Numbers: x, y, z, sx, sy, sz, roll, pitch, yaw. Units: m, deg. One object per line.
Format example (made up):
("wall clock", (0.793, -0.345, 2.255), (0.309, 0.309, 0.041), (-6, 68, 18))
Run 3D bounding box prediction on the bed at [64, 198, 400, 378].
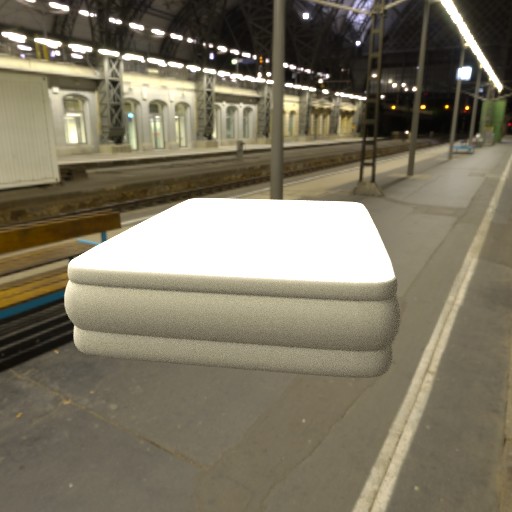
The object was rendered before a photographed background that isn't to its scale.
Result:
("bed", (0.000, 0.000, 2.794), (1.520, 0.460, 2.036), (3, 16, 9))
